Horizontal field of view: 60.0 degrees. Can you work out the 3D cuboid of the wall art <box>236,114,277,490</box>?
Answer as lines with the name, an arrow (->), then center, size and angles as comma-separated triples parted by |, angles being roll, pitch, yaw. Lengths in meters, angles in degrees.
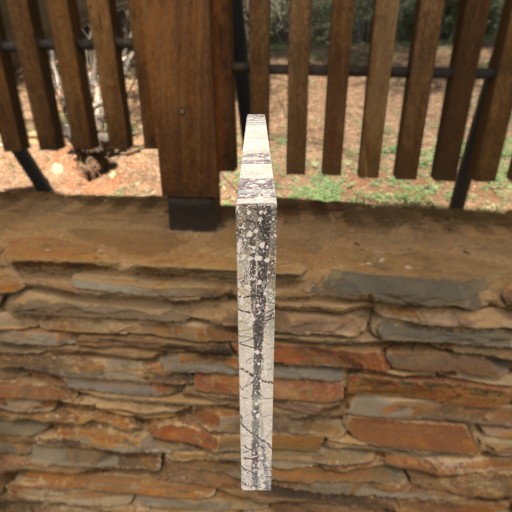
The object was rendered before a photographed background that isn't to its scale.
wall art -> 0.000, 0.000, 0.782 | 0.042, 0.398, 0.618 | 0, 25, 0
